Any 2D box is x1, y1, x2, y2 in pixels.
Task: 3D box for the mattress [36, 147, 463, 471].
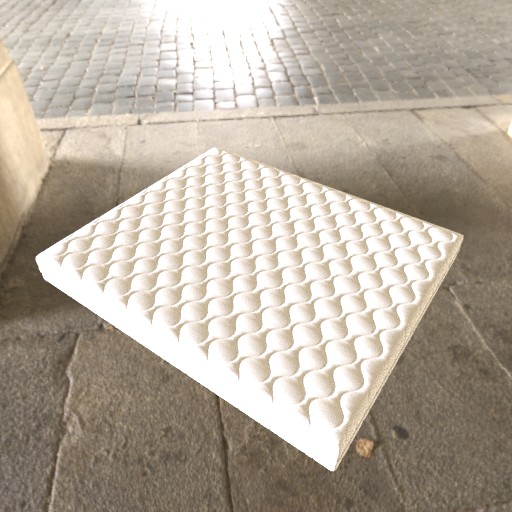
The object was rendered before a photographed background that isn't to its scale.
[{"bbox_3d":[0.000,0.000,2.590,1.900,0.200,1.600,25,47,26],"label":"mattress"}]
